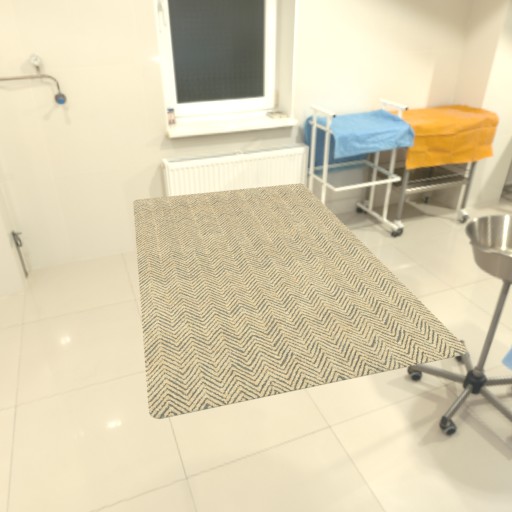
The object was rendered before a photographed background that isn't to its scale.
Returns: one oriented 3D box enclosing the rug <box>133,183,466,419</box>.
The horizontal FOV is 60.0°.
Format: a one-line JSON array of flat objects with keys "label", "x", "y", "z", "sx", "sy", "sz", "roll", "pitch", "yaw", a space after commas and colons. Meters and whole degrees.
[{"label": "rug", "x": 0.000, "y": 0.000, "z": 2.210, "sx": 1.144, "sy": 0.008, "sz": 1.752, "roll": -8, "pitch": 31, "yaw": -13}]
